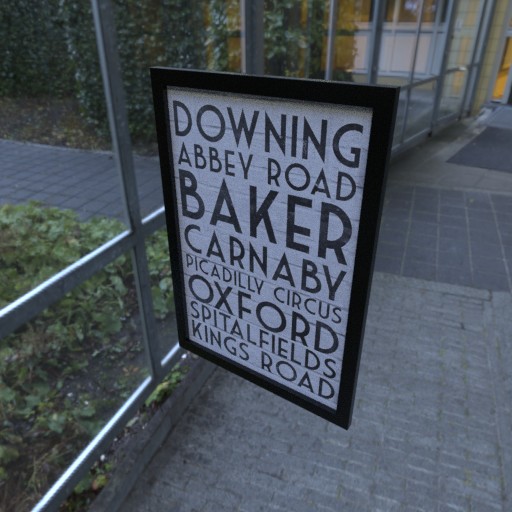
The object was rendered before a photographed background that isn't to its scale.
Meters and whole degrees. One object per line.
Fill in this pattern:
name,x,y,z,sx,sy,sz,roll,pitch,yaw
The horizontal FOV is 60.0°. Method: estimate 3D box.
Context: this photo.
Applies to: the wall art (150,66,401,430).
wall art,0.000,0.000,0.863,0.462,0.656,0.019,18,33,30
